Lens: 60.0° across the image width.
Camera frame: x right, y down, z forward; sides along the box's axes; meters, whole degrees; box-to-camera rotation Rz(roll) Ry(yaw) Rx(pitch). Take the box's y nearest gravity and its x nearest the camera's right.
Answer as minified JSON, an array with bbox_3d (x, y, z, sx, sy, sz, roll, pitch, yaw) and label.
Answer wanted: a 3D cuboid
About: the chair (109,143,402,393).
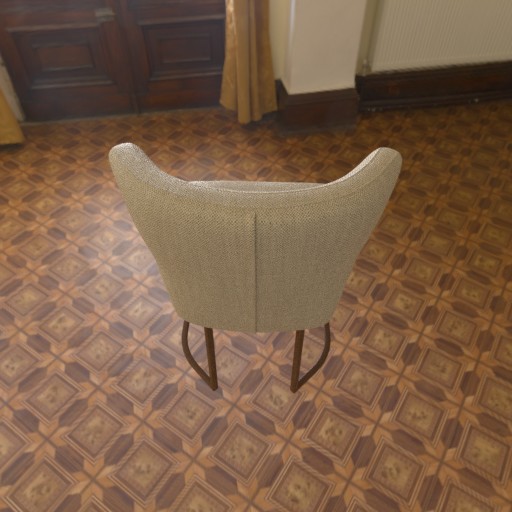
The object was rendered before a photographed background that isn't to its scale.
[{"bbox_3d":[0.000,0.000,1.250,0.611,0.824,0.617,1,46,1],"label":"chair"}]
